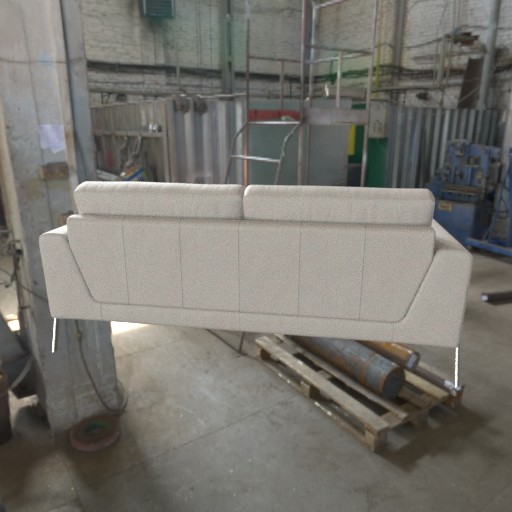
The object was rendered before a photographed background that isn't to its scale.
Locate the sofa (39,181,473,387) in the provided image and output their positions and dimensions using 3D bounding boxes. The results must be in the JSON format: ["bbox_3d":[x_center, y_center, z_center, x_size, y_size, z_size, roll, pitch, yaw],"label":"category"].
[{"bbox_3d":[0.000,0.000,2.481,2.017,0.875,0.953,3,17,9],"label":"sofa"}]
